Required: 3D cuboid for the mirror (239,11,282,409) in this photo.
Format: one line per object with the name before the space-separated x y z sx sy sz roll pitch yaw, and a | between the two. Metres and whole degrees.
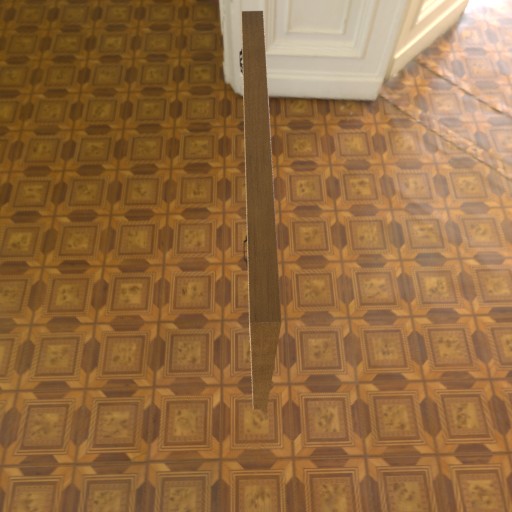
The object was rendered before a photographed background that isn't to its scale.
mirror | 0.000 0.000 0.901 0.039 0.711 0.508 -2 64 -1
